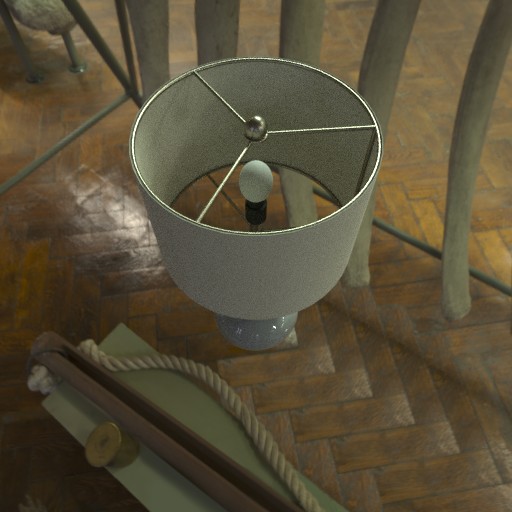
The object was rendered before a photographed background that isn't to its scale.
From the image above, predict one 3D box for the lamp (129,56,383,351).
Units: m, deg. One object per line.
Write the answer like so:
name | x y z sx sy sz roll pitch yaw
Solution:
lamp | 0.000 0.000 0.931 0.367 0.730 0.367 32 63 19
